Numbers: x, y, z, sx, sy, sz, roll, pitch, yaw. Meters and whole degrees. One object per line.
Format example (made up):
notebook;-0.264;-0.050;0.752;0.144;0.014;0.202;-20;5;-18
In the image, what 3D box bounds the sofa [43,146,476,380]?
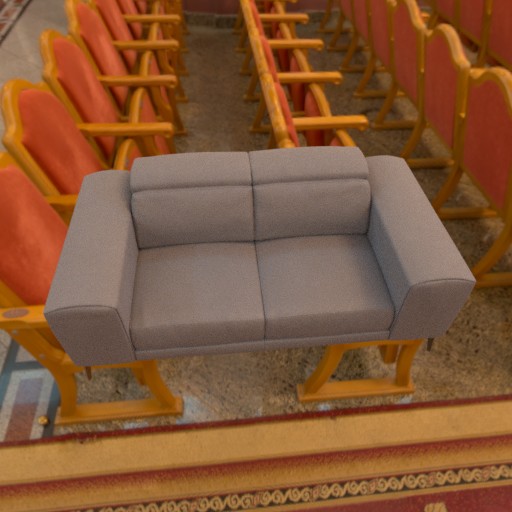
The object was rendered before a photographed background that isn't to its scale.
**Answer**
sofa;0.000;0.000;2.394;1.895;0.779;1.003;-4;45;-4
